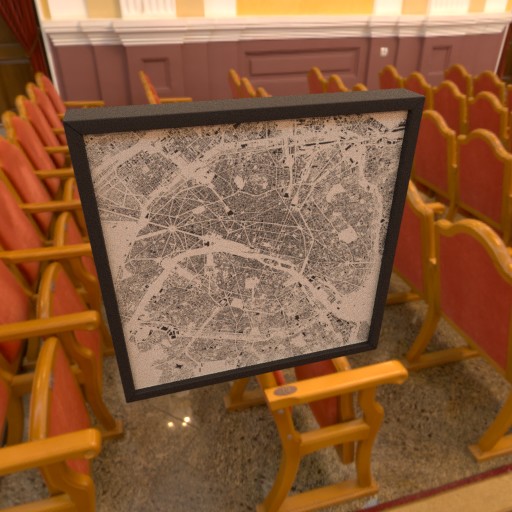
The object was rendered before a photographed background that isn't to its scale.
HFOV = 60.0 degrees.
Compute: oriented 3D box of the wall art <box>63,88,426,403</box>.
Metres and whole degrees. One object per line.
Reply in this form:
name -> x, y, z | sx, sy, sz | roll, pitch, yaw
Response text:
wall art -> 0.000, 0.000, 0.454 | 0.305, 0.305, 0.037 | -9, 33, -14
